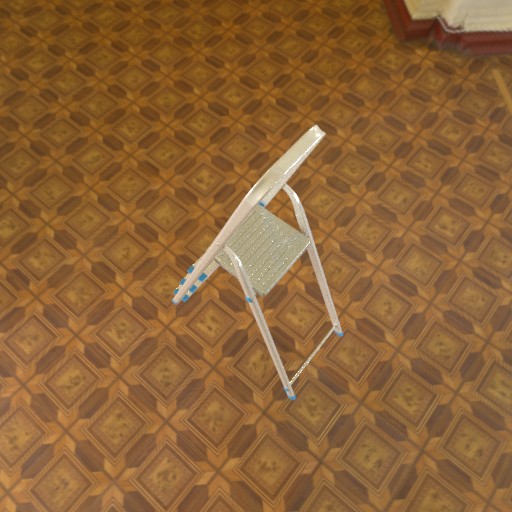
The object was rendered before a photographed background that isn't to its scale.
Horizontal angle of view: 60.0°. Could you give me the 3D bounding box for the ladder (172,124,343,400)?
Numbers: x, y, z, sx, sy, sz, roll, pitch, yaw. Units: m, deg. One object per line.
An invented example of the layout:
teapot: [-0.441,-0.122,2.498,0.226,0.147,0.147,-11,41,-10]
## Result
ladder: [0.000,0.000,1.766,0.842,1.434,0.445,36,68,17]
